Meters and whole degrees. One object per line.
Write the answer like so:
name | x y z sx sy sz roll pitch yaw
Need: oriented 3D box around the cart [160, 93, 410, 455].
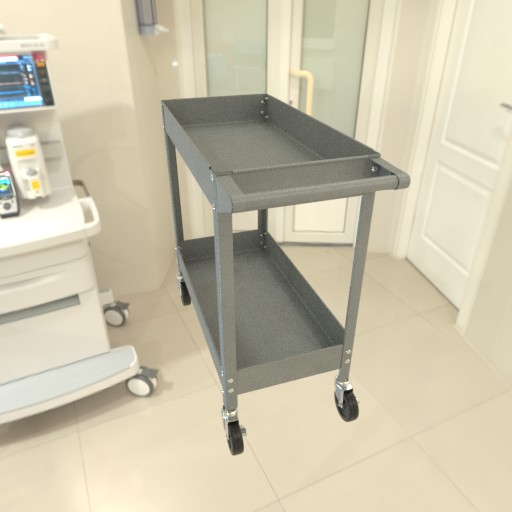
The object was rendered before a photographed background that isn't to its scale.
cart | 0.000 0.000 1.235 0.366 0.719 0.779 -10 32 -16
